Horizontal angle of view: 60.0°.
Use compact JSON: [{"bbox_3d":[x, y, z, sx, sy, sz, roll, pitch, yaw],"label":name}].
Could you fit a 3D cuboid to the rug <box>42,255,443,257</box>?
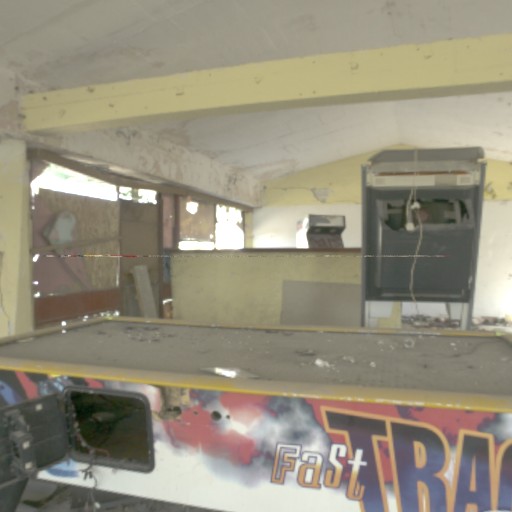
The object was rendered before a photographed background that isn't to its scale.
[{"bbox_3d":[0.000,0.000,3.048,2.465,0.012,1.465,0,0,-36],"label":"rug"}]
